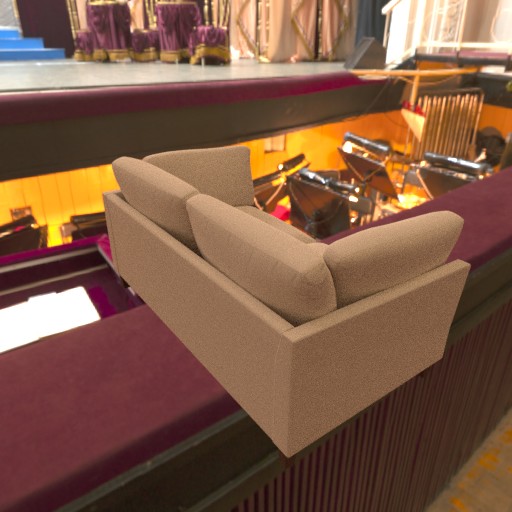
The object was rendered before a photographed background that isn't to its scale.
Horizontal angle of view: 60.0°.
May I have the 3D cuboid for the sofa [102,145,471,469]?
[{"bbox_3d":[0.000,0.000,2.296,0.970,0.836,1.776,-18,32,-32],"label":"sofa"}]
